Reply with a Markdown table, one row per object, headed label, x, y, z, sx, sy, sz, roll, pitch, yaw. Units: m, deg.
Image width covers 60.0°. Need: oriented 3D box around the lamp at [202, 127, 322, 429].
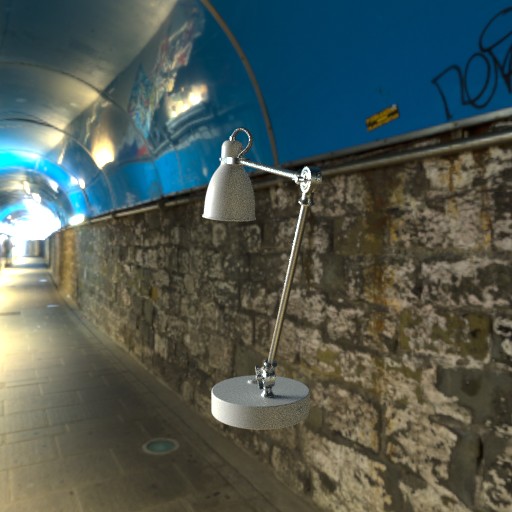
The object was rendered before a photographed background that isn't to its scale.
| label | x | y | z | sx | sy | sz | roll | pitch | yaw |
| --- | --- | --- | --- | --- | --- | --- | --- | --- | --- |
| lamp | 0.000 | 0.000 | 0.870 | 0.187 | 0.587 | 0.561 | 0 | 1 | -17 |
